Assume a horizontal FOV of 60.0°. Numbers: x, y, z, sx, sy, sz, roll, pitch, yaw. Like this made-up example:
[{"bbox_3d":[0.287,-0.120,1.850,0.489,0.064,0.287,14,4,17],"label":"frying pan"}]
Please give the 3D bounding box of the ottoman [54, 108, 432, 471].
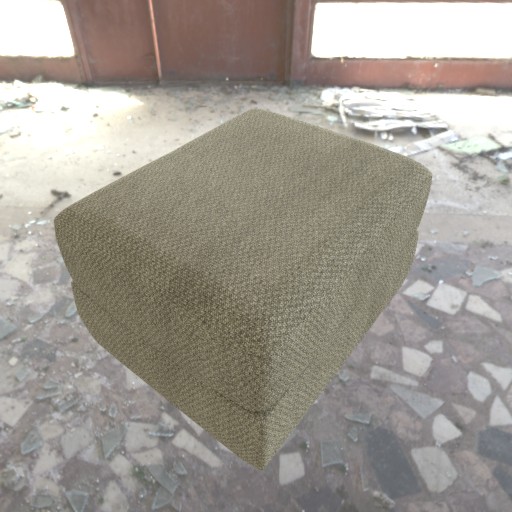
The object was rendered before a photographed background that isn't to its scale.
[{"bbox_3d":[0.000,0.000,1.140,0.603,0.476,0.751,28,49,27],"label":"ottoman"}]
